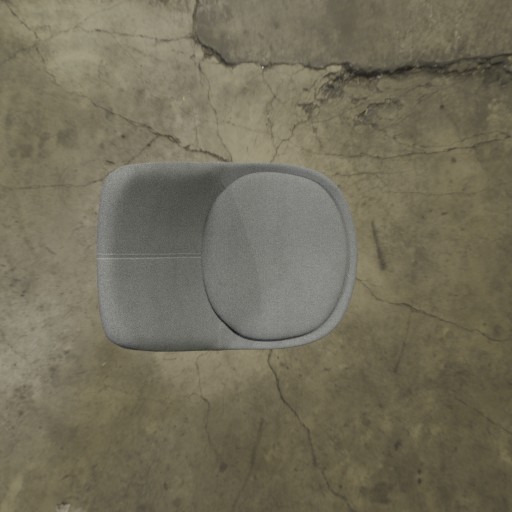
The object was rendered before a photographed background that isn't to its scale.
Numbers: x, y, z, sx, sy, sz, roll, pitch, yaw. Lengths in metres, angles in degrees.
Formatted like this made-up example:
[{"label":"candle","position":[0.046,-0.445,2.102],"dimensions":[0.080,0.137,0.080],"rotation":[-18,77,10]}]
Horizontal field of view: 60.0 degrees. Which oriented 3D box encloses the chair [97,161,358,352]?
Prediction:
[{"label":"chair","position":[0.000,0.000,1.171],"dimensions":[0.549,0.863,0.474],"rotation":[0,90,0]}]
